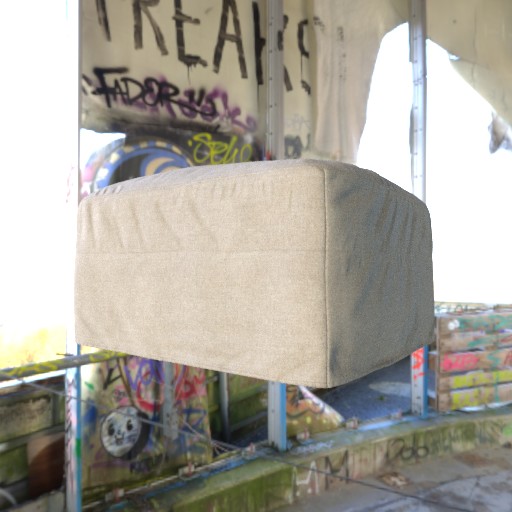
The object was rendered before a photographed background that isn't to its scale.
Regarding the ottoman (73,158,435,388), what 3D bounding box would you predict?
[{"bbox_3d":[0.000,0.000,1.258,0.837,0.481,0.683,0,-1,36],"label":"ottoman"}]
